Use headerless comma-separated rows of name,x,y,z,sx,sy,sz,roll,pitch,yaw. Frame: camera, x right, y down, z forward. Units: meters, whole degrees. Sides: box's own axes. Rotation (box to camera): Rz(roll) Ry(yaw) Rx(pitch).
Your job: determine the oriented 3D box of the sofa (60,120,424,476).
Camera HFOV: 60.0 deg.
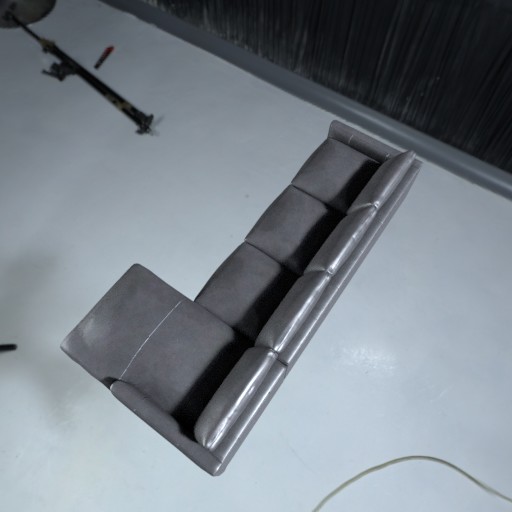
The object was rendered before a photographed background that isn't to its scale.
sofa,0.000,0.000,3.655,1.471,0.859,2.993,32,67,15
